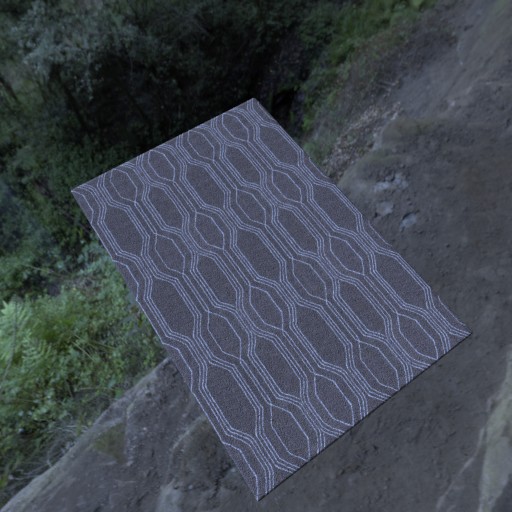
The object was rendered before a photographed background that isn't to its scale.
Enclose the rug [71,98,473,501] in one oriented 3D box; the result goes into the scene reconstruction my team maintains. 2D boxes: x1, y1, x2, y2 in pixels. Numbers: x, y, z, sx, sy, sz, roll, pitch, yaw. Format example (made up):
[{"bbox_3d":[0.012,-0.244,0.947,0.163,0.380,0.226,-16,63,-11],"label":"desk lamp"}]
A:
[{"bbox_3d":[0.000,0.000,2.278,1.239,0.012,1.836,-32,68,-15],"label":"rug"}]
